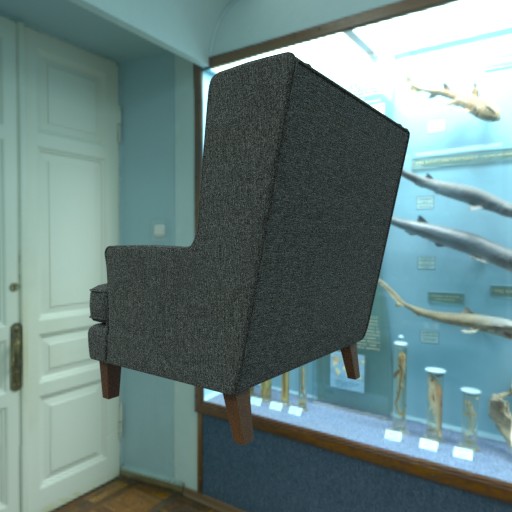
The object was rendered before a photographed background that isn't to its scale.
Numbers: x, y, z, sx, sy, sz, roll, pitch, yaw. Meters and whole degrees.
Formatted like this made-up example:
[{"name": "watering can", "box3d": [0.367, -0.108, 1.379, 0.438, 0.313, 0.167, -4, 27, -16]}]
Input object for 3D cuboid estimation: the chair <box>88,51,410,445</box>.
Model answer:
[{"name": "chair", "box3d": [0.000, 0.000, 1.768, 0.927, 1.082, 0.942, 1, 2, 36]}]
